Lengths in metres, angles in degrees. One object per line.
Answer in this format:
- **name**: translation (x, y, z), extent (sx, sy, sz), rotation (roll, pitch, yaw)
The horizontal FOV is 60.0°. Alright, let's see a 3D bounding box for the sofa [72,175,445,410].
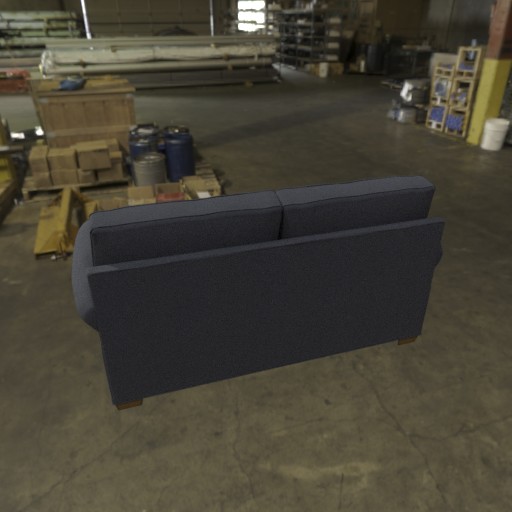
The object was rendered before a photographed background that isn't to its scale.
- **sofa**: translation (0.000, 0.000, 2.615), extent (2.009, 1.031, 0.951), rotation (-9, 30, -16)
